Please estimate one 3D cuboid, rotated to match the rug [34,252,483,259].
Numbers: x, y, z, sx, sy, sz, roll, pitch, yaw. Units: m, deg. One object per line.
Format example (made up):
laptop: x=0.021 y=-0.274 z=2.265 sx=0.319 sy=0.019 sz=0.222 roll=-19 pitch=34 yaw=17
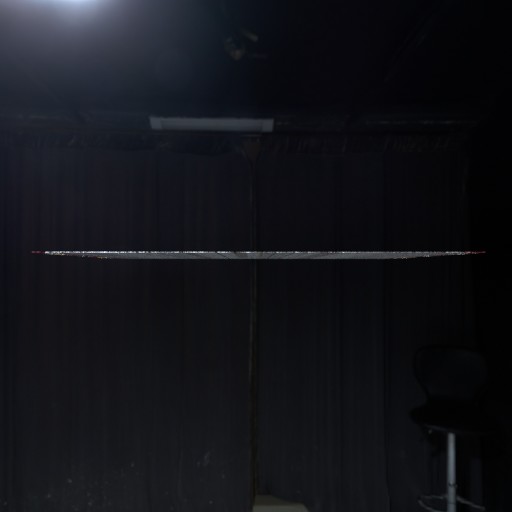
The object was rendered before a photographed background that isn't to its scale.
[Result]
rug: x=0.000 y=0.000 z=3.067 sx=2.465 sy=0.012 sz=1.465 roll=0 pitch=-2 yaw=-1
